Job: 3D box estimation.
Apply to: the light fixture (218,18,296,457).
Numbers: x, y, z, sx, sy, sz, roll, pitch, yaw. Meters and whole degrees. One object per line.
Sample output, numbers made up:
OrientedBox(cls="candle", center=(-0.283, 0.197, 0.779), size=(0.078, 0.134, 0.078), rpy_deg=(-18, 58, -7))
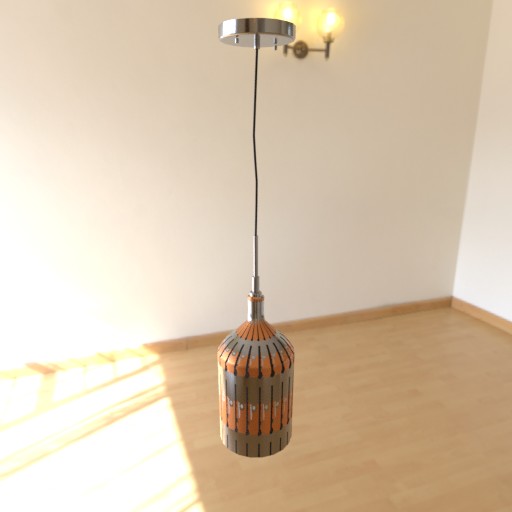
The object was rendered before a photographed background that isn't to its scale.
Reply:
OrientedBox(cls="light fixture", center=(0.000, 0.000, 1.640), size=(0.303, 1.535, 0.303), rpy_deg=(0, 16, 0))
